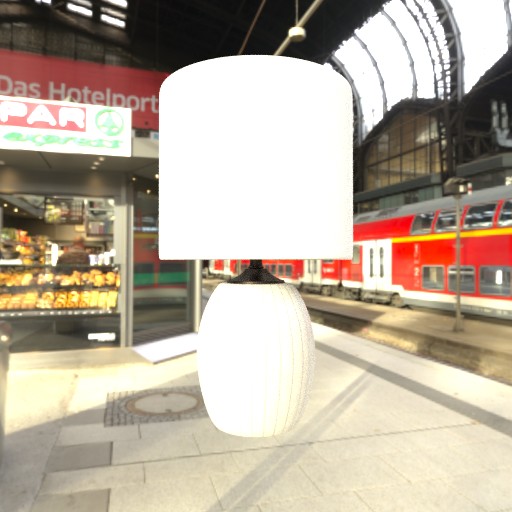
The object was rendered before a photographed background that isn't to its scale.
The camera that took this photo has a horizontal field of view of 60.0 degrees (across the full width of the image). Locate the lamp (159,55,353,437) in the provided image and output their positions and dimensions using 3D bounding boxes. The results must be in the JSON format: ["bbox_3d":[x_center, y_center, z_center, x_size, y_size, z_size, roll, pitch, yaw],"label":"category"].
[{"bbox_3d":[0.000,0.000,0.768,0.328,0.570,0.328,0,-1,0],"label":"lamp"}]
